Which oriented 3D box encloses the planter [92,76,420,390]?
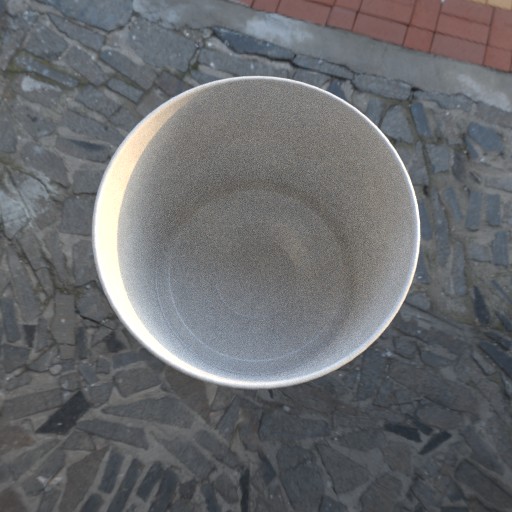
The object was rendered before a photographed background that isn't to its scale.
[{"bbox_3d":[0.000,0.000,0.344,0.190,0.181,0.190,0,76,0],"label":"planter"}]
